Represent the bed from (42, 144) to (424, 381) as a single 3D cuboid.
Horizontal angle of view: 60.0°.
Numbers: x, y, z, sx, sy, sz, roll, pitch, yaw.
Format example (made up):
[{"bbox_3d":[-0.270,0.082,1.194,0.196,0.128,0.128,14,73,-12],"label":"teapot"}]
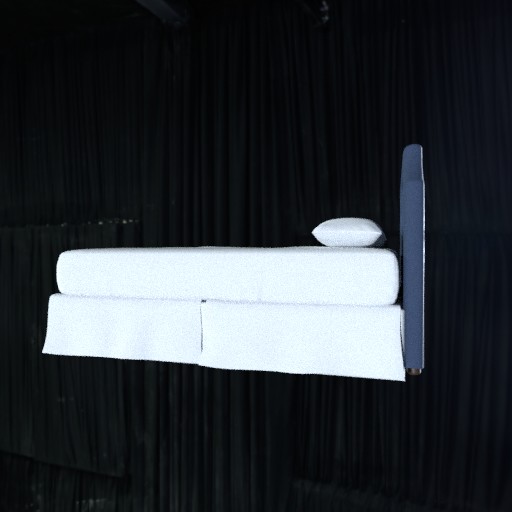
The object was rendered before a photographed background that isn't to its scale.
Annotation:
[{"bbox_3d":[0.000,0.000,4.076,2.773,1.488,2.350,0,0,17],"label":"bed"}]
